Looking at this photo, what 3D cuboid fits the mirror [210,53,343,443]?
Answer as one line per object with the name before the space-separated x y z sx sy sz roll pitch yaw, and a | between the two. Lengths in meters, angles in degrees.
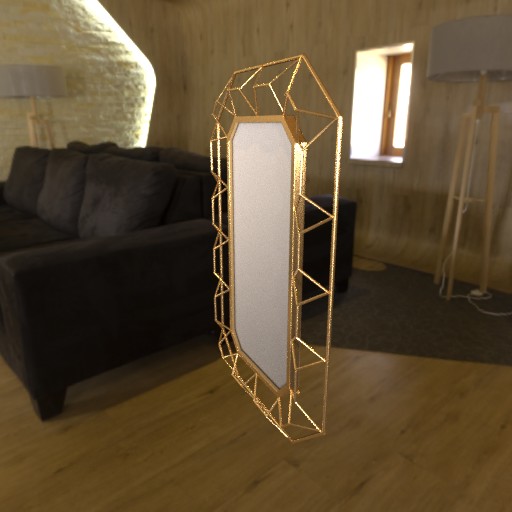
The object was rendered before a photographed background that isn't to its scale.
mirror | 0.000 0.000 1.081 0.051 0.870 0.572 -8 18 -25
